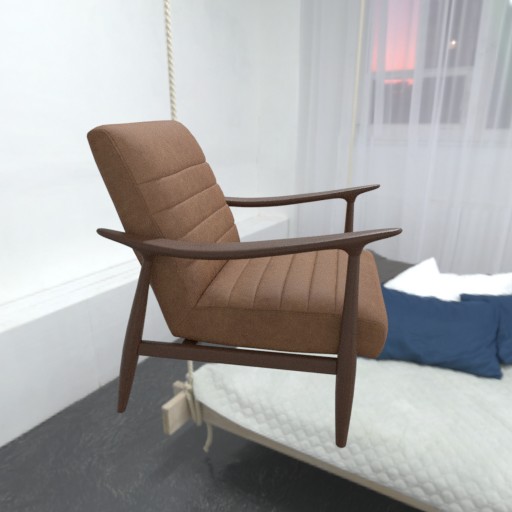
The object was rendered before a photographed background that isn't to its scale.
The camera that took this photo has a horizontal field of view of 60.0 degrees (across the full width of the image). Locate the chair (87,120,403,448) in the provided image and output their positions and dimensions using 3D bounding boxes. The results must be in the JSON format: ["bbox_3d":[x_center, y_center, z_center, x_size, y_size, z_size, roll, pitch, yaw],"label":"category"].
[{"bbox_3d":[0.000,0.000,1.433,0.798,0.832,0.741,3,18,10],"label":"chair"}]
